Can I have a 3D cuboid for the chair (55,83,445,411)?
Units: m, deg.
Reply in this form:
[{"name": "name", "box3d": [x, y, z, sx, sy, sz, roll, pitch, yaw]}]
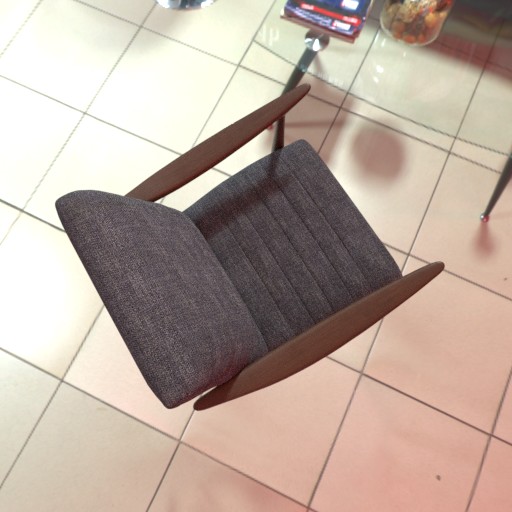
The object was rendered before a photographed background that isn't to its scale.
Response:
[{"name": "chair", "box3d": [0.000, 0.000, 1.407, 0.798, 0.832, 0.741, -31, 77, -8]}]
